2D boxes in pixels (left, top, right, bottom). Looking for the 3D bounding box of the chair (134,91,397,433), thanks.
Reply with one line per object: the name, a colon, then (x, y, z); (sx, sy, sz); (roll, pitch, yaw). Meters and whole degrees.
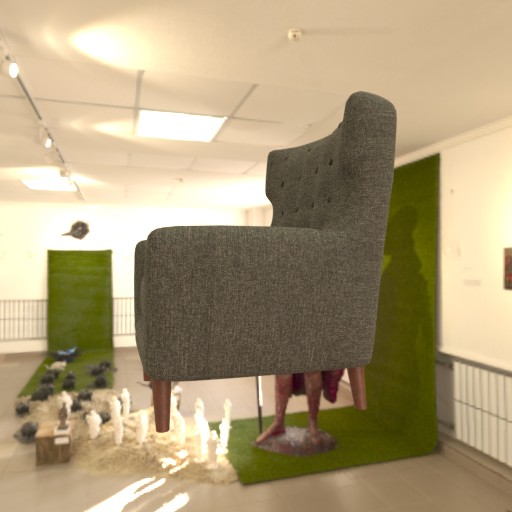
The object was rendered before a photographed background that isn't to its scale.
chair: (0.000, 0.000, 1.747); (0.904, 1.063, 0.878); (0, -1, -18)
